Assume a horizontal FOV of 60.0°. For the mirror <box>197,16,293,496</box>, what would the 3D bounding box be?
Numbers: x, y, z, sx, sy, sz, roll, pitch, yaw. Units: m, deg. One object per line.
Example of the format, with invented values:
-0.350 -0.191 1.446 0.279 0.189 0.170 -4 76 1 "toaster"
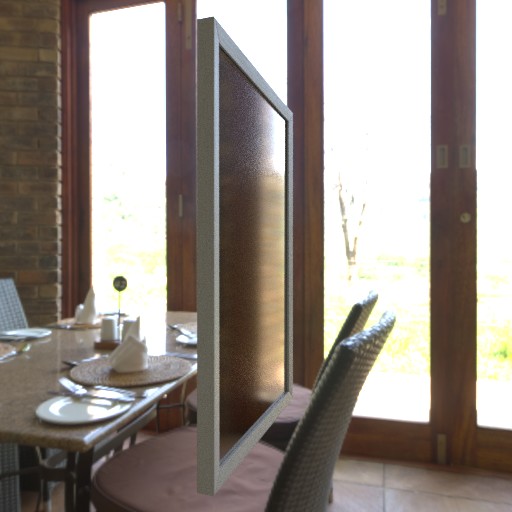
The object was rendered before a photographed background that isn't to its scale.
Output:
0.000 0.000 1.138 0.040 0.915 0.609 0 0 19 "mirror"
